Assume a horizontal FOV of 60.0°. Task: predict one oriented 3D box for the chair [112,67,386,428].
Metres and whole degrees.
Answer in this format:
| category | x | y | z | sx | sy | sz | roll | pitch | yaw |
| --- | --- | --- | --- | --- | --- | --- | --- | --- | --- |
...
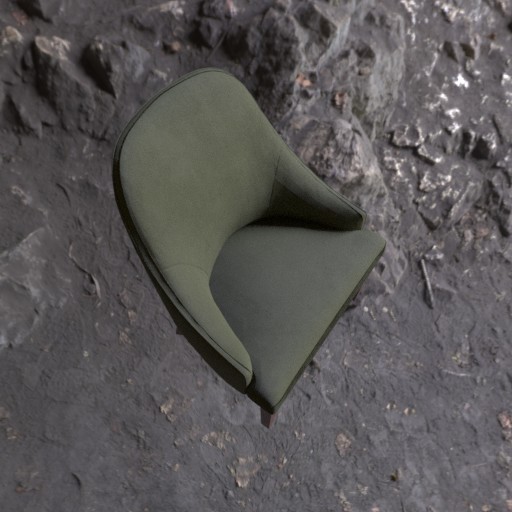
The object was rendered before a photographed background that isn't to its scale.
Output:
| category | x | y | z | sx | sy | sz | roll | pitch | yaw |
| --- | --- | --- | --- | --- | --- | --- | --- | --- | --- |
| chair | 0.000 | 0.000 | 1.290 | 0.575 | 0.889 | 0.643 | 32 | 64 | 17 |
